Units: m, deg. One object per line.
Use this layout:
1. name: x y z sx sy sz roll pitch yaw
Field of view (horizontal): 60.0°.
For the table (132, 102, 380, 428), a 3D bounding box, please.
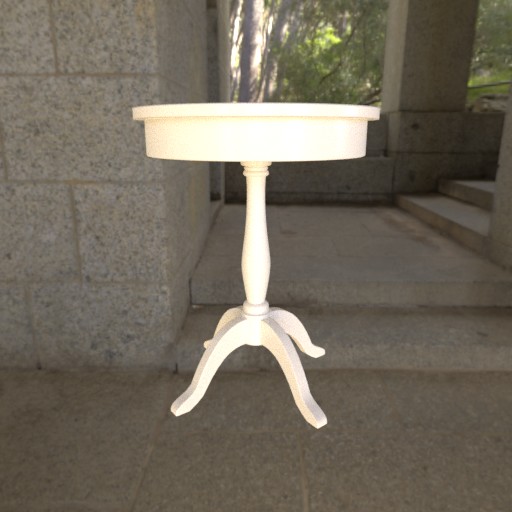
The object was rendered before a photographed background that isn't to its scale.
1. table: 0.000 0.000 1.037 0.513 0.653 0.513 0 16 0
